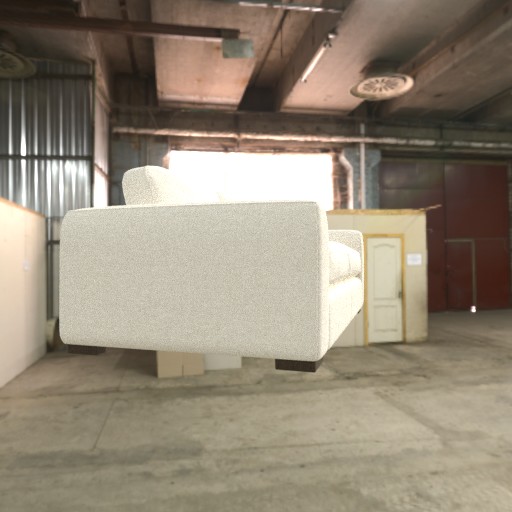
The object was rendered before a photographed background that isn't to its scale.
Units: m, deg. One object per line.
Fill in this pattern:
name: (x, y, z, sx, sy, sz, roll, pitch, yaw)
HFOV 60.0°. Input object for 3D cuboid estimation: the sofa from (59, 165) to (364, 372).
sofa: (0.000, 0.000, 2.508, 1.069, 0.801, 1.920, 0, 0, 18)
